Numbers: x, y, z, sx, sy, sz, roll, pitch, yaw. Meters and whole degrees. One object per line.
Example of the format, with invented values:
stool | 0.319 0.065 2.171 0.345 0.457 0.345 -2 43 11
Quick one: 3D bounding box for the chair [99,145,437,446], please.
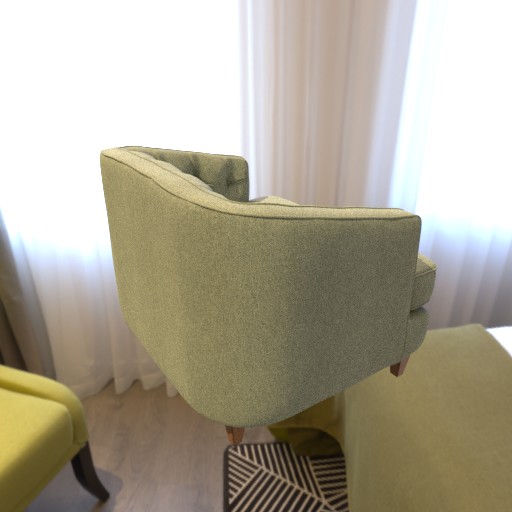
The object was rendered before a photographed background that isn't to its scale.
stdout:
chair | 0.000 0.000 1.748 0.945 0.852 1.094 -16 29 -31
